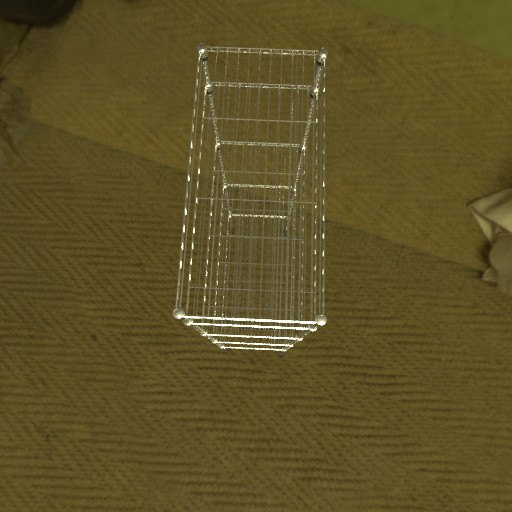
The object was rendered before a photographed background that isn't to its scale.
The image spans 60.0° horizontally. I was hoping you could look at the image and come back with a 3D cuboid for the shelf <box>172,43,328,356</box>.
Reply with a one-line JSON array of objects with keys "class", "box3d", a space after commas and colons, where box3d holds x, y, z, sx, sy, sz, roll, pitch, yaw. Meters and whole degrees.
[{"class": "shelf", "box3d": [0.000, 0.000, 1.865, 0.356, 1.587, 0.762, 2, 75, 1]}]
